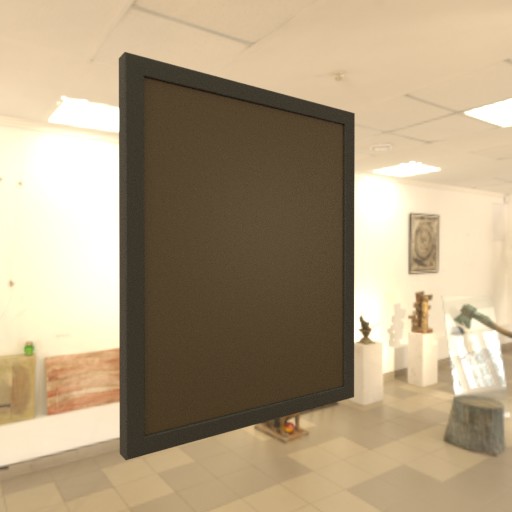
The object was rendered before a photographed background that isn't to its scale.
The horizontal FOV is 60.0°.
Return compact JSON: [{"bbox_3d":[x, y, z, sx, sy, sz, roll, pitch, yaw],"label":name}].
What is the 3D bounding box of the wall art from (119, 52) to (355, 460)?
[{"bbox_3d":[0.000,0.000,0.748,0.457,0.558,0.028,0,1,-36],"label":"wall art"}]
